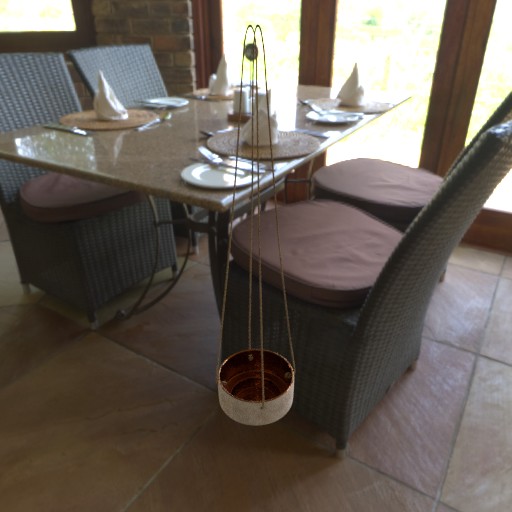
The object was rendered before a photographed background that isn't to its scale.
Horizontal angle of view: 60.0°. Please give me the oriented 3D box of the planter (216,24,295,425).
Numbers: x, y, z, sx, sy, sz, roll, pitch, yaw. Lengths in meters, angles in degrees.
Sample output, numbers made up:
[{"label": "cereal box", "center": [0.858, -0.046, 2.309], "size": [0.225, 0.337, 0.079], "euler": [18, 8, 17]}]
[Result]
[{"label": "planter", "center": [0.000, 0.000, 1.112], "size": [0.223, 1.030, 0.223], "euler": [19, 33, 31]}]
